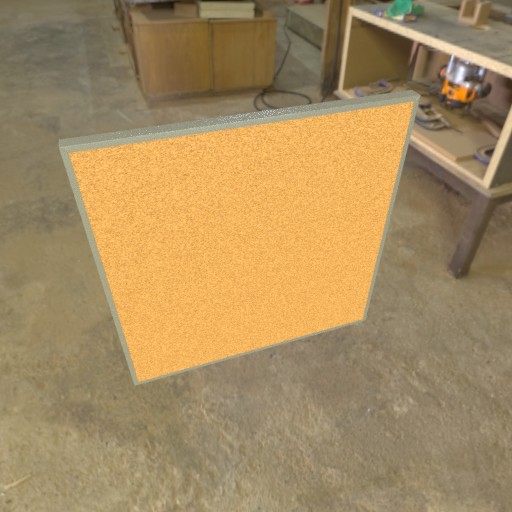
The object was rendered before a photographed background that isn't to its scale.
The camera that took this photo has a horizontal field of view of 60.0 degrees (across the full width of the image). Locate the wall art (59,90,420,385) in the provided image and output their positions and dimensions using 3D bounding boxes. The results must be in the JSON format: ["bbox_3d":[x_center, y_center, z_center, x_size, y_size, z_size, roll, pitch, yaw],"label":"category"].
[{"bbox_3d":[0.000,0.000,1.223,0.809,0.807,0.038,-13,43,-14],"label":"wall art"}]
